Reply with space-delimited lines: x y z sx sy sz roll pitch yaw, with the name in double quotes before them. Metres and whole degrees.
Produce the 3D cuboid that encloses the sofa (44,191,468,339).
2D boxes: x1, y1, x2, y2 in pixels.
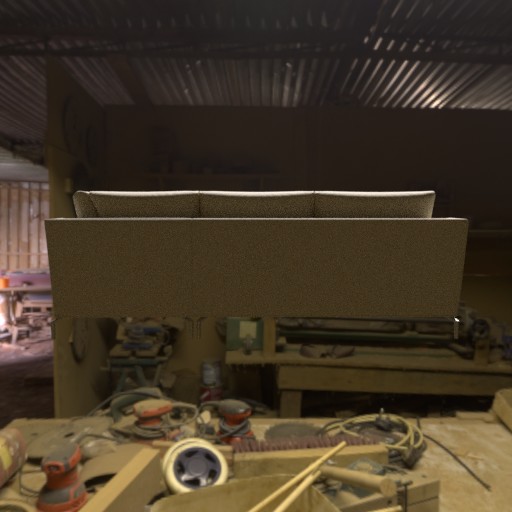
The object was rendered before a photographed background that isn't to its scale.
"sofa" 0.000 0.000 3.718 2.430 0.867 2.448 0 2 0
